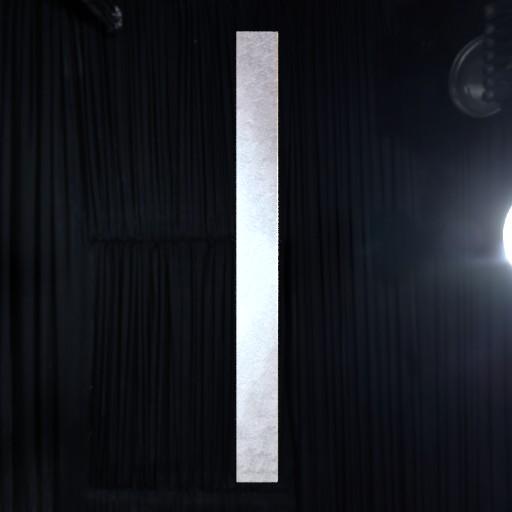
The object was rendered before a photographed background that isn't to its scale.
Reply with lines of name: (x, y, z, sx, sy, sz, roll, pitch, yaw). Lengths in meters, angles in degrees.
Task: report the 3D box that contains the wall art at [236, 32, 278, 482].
wall art: (0.000, 0.000, 0.450, 0.028, 0.303, 0.303, 0, 0, 0)
